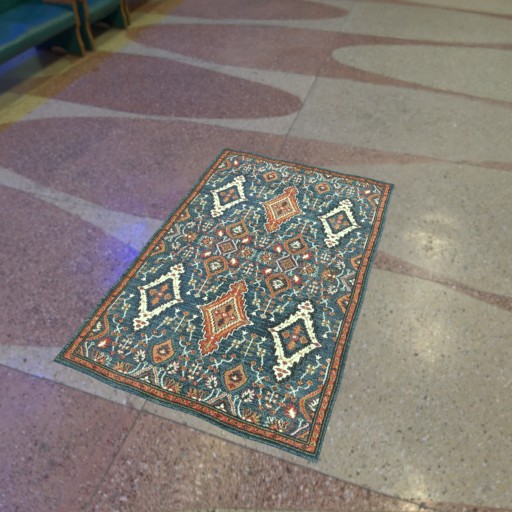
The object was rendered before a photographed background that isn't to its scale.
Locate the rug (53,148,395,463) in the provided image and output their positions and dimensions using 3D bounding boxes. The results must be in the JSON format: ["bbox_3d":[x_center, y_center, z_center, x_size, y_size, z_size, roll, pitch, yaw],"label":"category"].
[{"bbox_3d":[0.000,0.000,4.327,2.190,0.008,3.371,15,48,15],"label":"rug"}]
